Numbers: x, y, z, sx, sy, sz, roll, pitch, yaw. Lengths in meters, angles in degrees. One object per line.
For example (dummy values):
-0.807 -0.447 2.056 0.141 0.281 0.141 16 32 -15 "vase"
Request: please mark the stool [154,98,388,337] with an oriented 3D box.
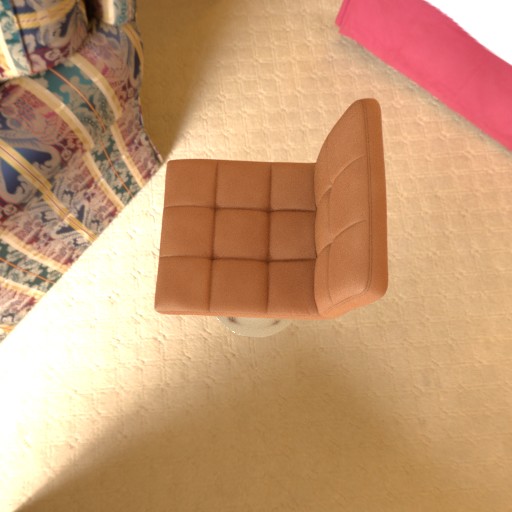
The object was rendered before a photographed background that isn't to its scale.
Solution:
0.000 0.000 1.375 0.505 1.115 0.430 2 76 0 "stool"
